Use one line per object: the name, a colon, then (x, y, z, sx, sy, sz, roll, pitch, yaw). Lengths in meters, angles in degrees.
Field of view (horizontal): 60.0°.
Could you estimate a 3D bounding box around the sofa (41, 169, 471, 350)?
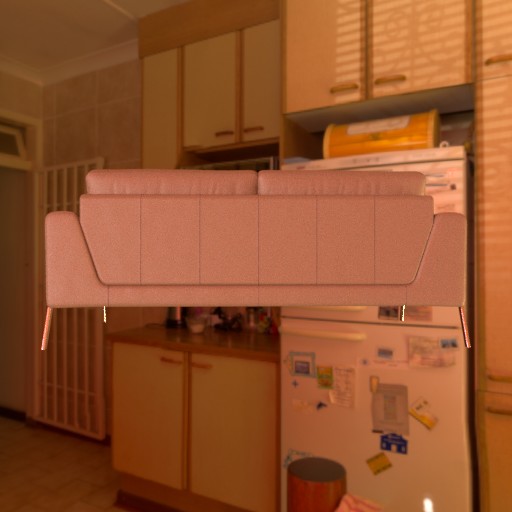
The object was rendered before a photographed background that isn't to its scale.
sofa: (0.000, 0.000, 2.546, 2.017, 0.875, 0.953, 0, 0, -2)
